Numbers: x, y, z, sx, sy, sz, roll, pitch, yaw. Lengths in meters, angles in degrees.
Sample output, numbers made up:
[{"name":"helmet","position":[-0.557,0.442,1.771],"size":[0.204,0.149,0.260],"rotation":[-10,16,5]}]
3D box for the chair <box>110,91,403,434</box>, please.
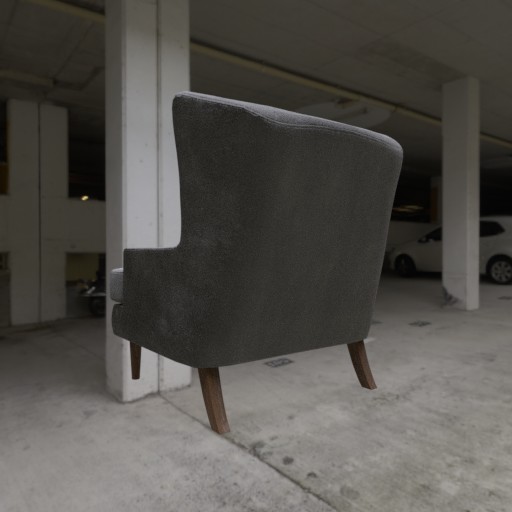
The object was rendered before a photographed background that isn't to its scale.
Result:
[{"name":"chair","position":[0.000,0.000,1.613],"size":[0.784,0.950,0.906],"rotation":[-1,1,-37]}]
